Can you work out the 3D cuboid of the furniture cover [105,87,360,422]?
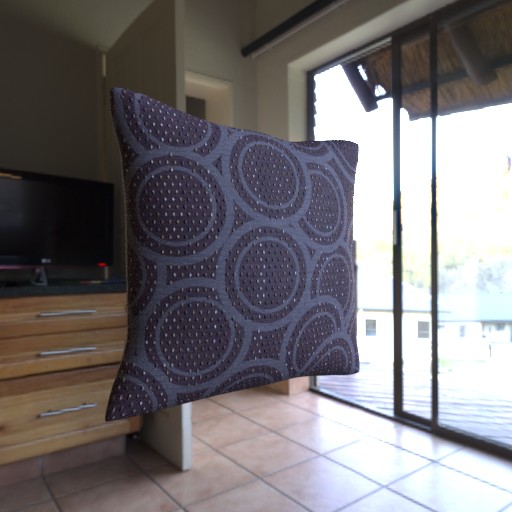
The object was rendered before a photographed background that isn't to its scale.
[{"bbox_3d":[0.000,0.000,0.825,0.552,0.509,0.193,1,-1,-35],"label":"furniture cover"}]
